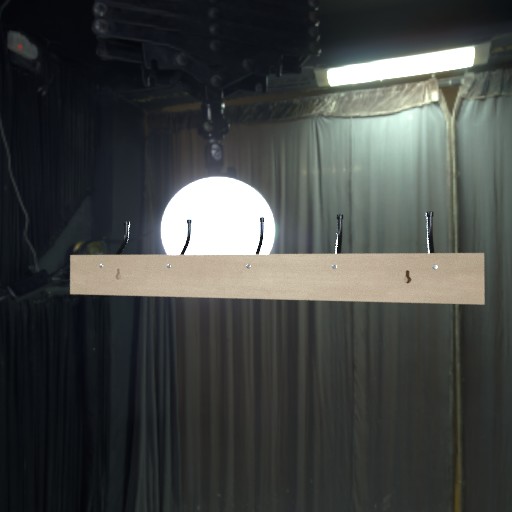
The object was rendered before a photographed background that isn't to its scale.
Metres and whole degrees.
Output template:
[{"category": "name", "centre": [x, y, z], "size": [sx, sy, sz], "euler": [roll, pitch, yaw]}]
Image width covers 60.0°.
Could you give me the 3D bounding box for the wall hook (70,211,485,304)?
[{"category": "wall hook", "centre": [0.000, 0.000, 0.628], "size": [0.571, 0.117, 0.071], "euler": [0, -1, 17]}]
